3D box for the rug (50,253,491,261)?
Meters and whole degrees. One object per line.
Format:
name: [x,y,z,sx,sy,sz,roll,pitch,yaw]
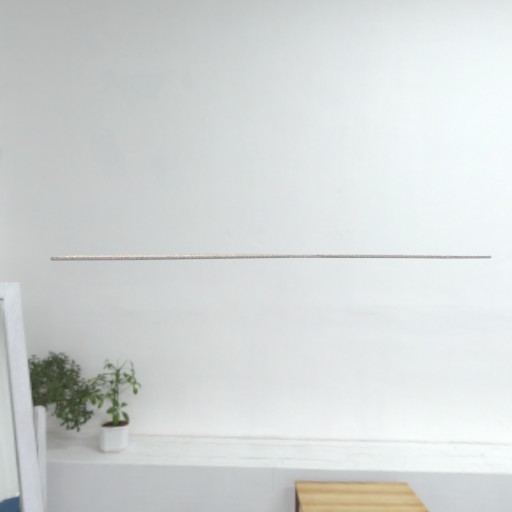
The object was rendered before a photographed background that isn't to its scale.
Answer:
rug: [0.000,0.000,2.946,2.342,0.030,1.609,0,0,-19]
